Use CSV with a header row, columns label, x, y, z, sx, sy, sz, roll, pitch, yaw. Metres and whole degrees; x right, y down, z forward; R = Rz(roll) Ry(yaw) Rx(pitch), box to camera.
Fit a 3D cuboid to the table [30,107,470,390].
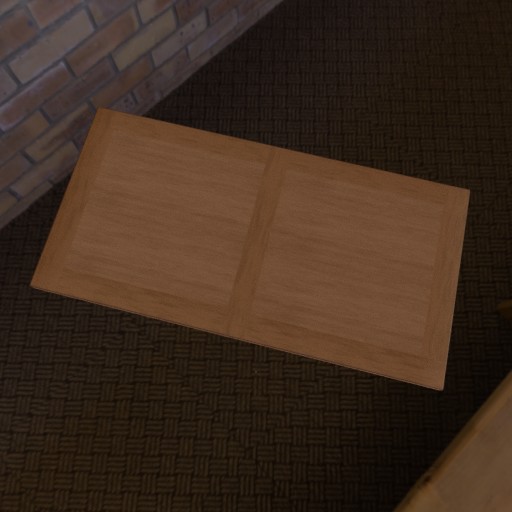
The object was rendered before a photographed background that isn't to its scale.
label,x,y,z,sx,sy,sz,roll,pitch,yaw
table,0.000,0.000,2.540,1.982,0.762,1.000,13,76,3
